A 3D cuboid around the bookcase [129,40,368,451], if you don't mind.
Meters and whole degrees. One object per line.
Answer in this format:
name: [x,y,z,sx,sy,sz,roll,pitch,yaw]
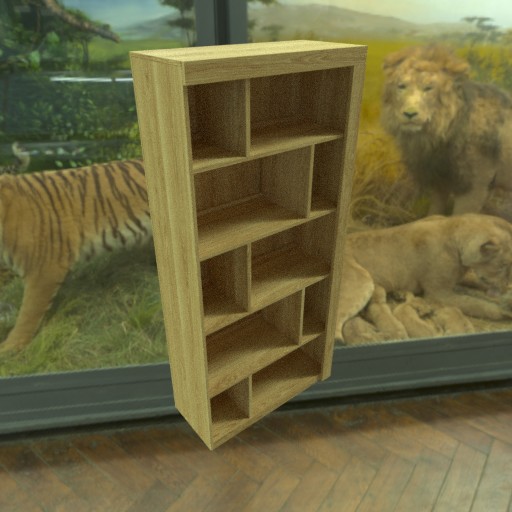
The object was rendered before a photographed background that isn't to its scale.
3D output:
bookcase: [0.000,0.000,2.372,0.950,2.020,0.420,-22,36,-33]
